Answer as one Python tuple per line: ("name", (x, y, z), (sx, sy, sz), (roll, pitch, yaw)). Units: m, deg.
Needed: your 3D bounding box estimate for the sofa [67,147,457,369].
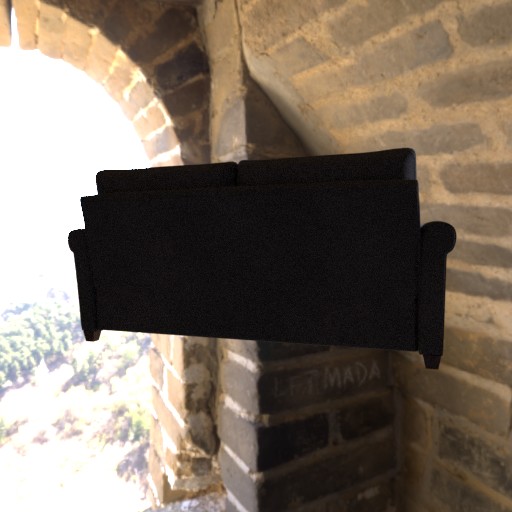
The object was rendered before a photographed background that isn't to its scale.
("sofa", (0.000, 0.000, 2.398), (1.935, 0.942, 0.842), (0, 1, 19))
